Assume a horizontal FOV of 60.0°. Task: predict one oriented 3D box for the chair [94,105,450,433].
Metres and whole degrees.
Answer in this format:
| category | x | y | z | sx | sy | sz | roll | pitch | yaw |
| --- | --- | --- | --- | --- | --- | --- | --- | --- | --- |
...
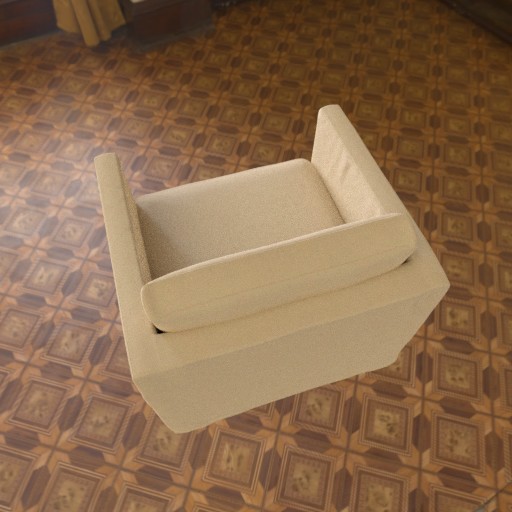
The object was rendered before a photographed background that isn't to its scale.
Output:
| category | x | y | z | sx | sy | sz | roll | pitch | yaw |
| --- | --- | --- | --- | --- | --- | --- | --- | --- | --- |
| chair | 0.000 | 0.000 | 1.778 | 1.057 | 0.851 | 0.947 | -15 | 58 | -10 |
